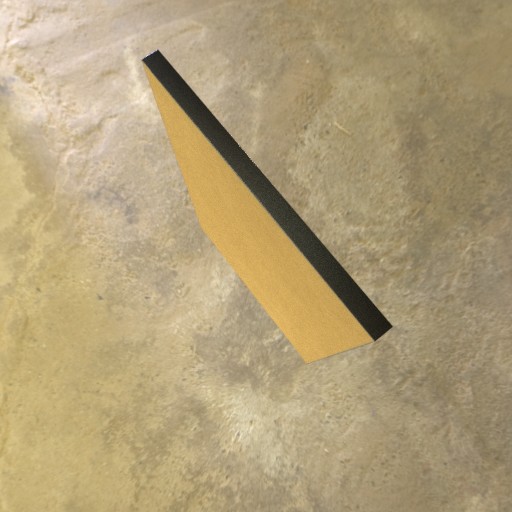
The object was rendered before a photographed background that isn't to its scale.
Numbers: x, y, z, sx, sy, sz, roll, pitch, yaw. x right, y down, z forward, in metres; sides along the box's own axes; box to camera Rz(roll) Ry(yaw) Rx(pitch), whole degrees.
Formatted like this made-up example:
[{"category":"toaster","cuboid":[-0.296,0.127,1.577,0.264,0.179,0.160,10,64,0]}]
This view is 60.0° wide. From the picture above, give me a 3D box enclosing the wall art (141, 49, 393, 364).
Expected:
[{"category":"wall art","cuboid":[0.000,0.000,0.584,0.019,0.455,0.314,-37,77,-10]}]
